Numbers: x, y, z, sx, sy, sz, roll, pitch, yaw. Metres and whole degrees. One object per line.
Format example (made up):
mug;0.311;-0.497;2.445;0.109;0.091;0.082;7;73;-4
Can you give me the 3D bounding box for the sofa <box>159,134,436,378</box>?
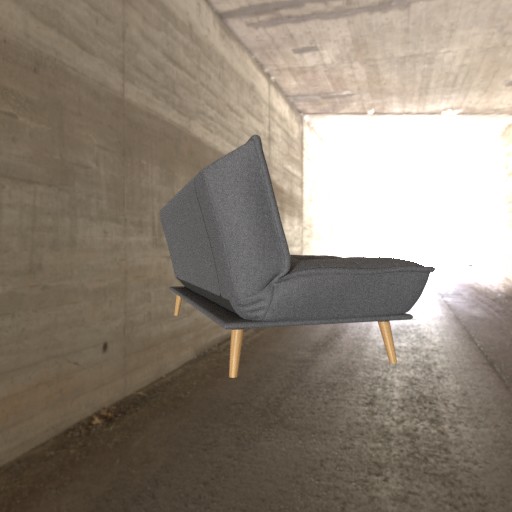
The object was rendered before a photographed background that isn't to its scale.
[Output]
sofa;0.000;0.000;2.574;0.950;0.890;1.940;0;1;-17
